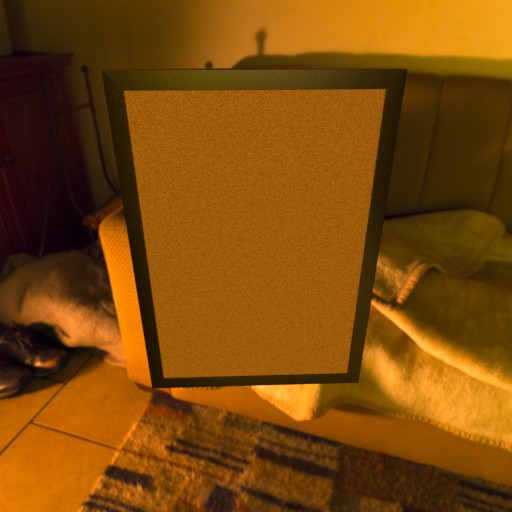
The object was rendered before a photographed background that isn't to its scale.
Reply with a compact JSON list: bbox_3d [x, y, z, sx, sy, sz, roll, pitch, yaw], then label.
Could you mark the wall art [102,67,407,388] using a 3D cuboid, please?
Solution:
[{"bbox_3d":[0.000,0.000,0.551,0.304,0.432,0.013,-1,30,-2],"label":"wall art"}]
